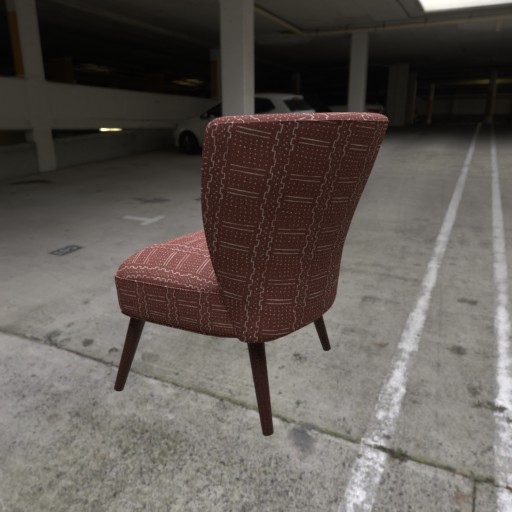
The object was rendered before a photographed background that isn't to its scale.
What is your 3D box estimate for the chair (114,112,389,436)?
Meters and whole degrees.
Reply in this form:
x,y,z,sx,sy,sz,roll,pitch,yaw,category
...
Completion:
x,y,z,sx,sy,sz,roll,pitch,yaw,category
0.000,0.000,1.424,0.758,0.866,0.706,8,18,25,chair
